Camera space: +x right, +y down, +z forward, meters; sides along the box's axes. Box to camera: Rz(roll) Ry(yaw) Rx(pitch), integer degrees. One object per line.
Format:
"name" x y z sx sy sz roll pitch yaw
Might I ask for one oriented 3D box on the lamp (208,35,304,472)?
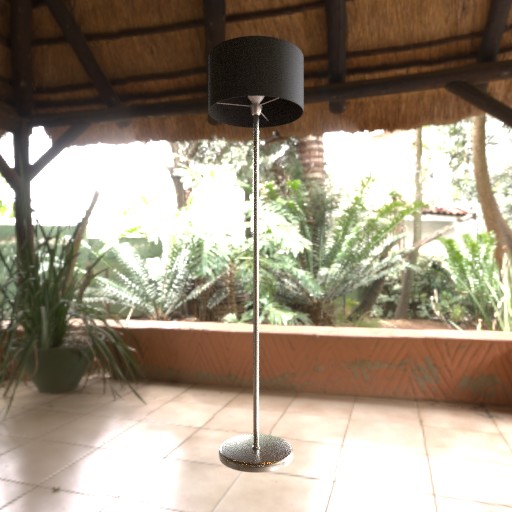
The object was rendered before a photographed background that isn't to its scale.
"lamp" 0.000 0.000 1.618 0.348 1.443 0.348 0 -1 16
